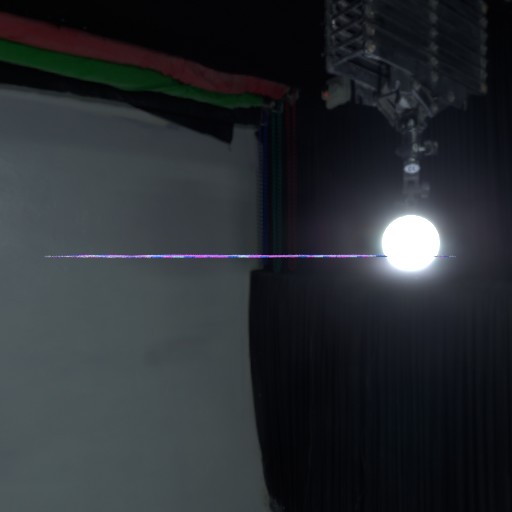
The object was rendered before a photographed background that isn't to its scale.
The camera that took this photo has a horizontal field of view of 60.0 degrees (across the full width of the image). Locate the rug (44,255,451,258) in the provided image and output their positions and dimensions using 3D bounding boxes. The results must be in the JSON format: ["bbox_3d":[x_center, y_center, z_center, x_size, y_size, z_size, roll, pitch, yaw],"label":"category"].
[{"bbox_3d":[0.000,0.000,2.983,2.350,0.013,1.539,0,0,-37],"label":"rug"}]
